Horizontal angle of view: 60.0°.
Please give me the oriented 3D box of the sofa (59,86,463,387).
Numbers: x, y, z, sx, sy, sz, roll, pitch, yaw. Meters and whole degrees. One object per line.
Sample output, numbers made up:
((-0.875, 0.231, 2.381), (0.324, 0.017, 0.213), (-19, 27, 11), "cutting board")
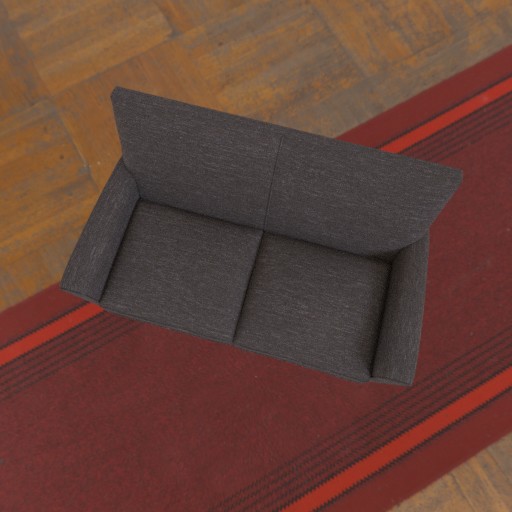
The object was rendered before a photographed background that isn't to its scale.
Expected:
((0.000, 0.000, 2.074), (1.509, 0.905, 0.867), (15, 75, 4), "sofa")
